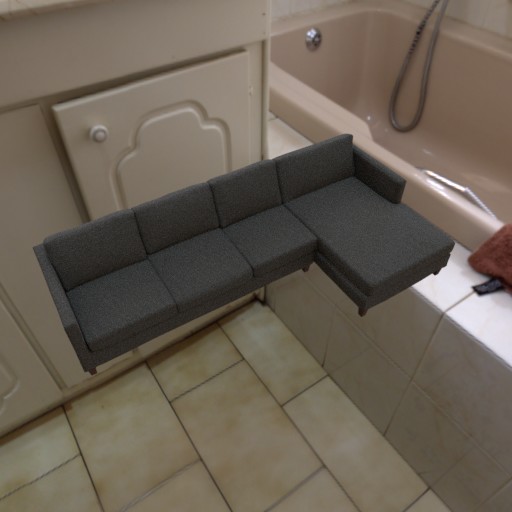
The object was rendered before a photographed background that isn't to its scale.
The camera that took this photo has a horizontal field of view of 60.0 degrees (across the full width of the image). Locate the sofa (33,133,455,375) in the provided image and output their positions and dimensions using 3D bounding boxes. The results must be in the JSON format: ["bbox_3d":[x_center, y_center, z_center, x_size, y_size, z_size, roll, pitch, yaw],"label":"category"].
[{"bbox_3d":[0.000,0.000,3.783,3.186,0.846,1.625,-24,50,-22],"label":"sofa"}]
